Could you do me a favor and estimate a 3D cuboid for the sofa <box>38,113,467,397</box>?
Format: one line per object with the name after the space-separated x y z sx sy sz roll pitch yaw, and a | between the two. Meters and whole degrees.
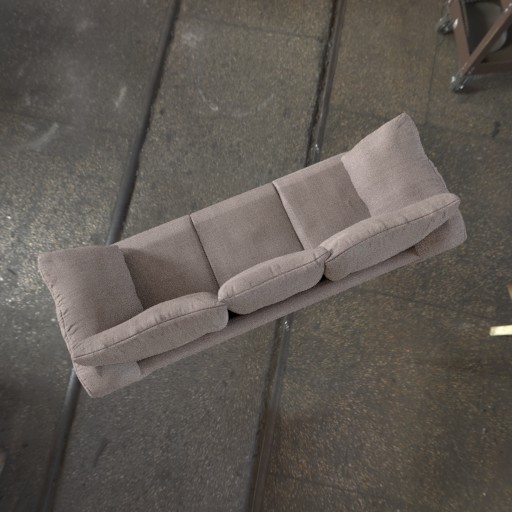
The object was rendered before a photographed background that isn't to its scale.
0.000 0.000 2.756 2.334 0.996 0.878 -22 78 -5 | sofa
